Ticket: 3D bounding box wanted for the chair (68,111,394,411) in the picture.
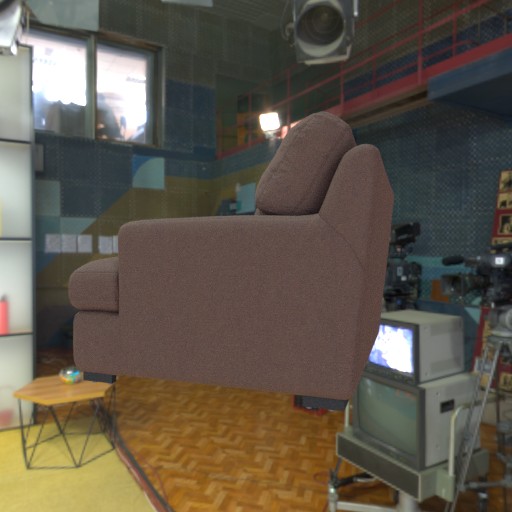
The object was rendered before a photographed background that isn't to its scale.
[{"bbox_3d":[0.000,0.000,1.990,1.143,0.940,1.168,0,1,19],"label":"chair"}]
